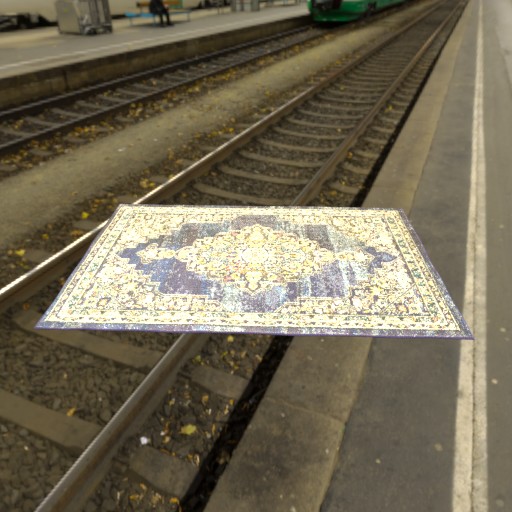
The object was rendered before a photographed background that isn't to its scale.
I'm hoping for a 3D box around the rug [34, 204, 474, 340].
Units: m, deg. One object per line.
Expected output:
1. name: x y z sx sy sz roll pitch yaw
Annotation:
1. rug: 0.000 0.000 2.281 1.781 0.012 1.184 1 32 2
